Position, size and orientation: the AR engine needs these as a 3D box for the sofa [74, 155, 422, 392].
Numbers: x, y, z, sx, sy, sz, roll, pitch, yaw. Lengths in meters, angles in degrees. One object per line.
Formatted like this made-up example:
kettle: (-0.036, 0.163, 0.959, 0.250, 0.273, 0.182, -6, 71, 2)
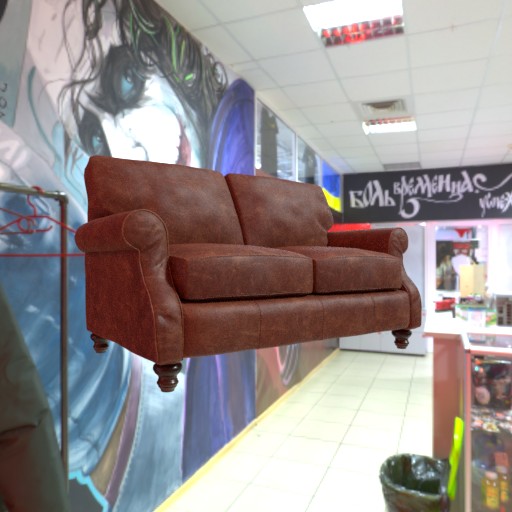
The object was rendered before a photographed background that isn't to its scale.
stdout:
sofa: (0.000, 0.000, 2.259, 1.616, 0.967, 0.990, 0, -1, -35)
